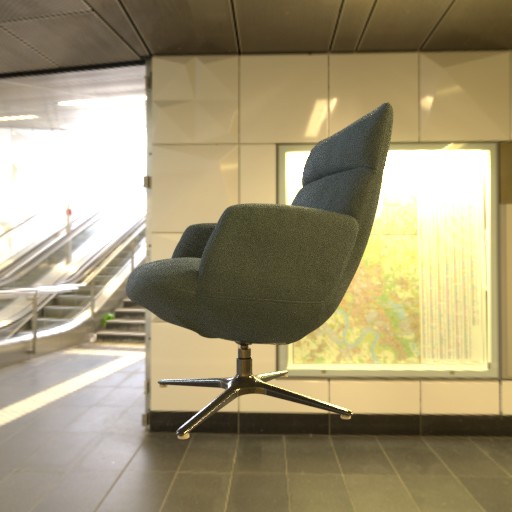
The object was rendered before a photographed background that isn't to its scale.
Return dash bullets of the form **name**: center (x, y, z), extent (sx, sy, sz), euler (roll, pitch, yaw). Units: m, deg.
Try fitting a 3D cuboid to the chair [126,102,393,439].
- **chair**: center (0.000, 0.000, 1.579), extent (0.889, 1.016, 0.711), euler (0, -1, -18)
